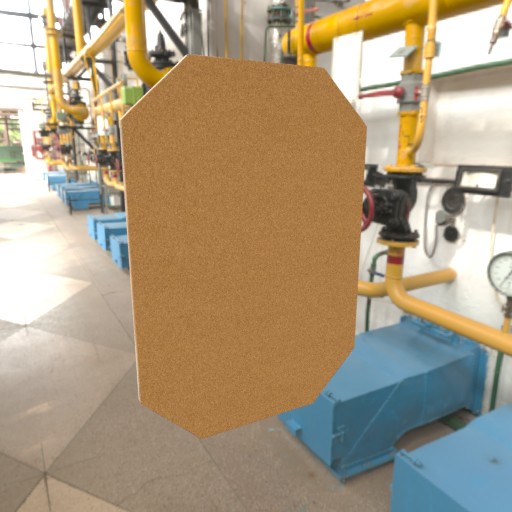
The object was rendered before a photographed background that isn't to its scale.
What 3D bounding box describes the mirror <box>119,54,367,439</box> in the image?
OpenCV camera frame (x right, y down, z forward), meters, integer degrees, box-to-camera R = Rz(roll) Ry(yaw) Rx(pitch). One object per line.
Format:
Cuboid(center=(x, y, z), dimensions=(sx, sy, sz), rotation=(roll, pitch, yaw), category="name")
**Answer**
Cuboid(center=(0.000, 0.000, 1.255), dimensions=(0.709, 1.015, 0.061), rotation=(-7, 15, -27), category="mirror")
